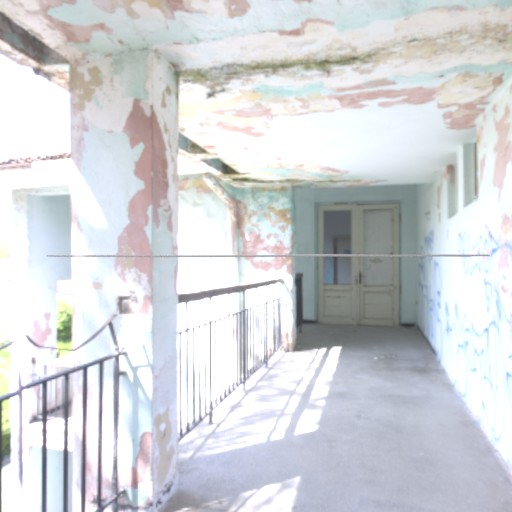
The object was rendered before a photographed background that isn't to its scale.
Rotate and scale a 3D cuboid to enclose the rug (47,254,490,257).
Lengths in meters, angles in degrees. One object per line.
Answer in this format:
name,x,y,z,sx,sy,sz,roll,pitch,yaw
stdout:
rug,0.000,0.000,2.721,2.442,0.016,0.770,0,0,17
